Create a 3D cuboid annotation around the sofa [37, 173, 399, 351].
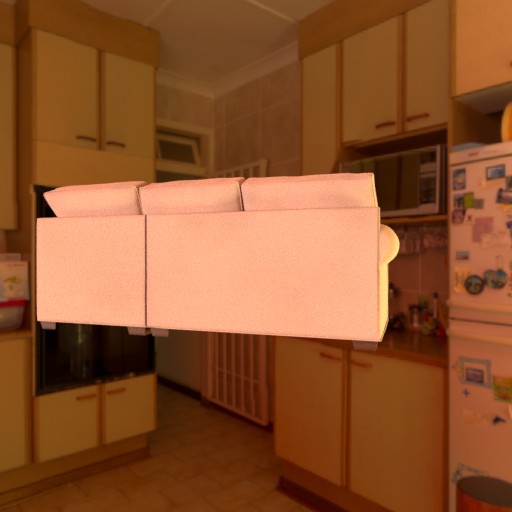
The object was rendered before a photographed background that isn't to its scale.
[{"bbox_3d":[0.000,0.000,4.010,2.487,1.053,2.562,0,0,19],"label":"sofa"}]
